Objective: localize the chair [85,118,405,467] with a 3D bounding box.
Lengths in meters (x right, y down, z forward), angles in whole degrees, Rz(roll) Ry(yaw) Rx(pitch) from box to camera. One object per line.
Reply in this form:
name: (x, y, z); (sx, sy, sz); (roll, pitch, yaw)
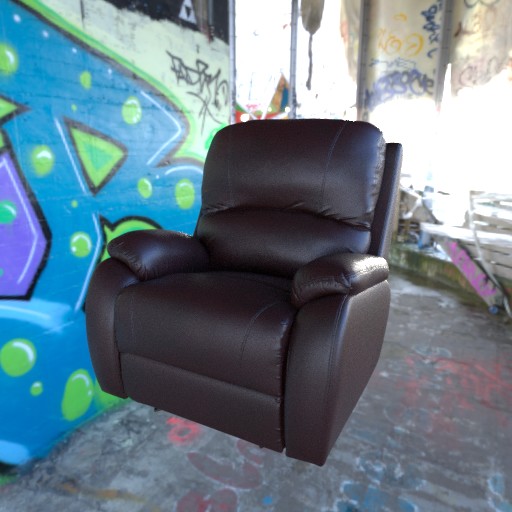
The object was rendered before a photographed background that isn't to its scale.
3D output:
chair: (0.000, 0.000, 1.654); (0.930, 1.011, 0.899); (7, 16, 27)
